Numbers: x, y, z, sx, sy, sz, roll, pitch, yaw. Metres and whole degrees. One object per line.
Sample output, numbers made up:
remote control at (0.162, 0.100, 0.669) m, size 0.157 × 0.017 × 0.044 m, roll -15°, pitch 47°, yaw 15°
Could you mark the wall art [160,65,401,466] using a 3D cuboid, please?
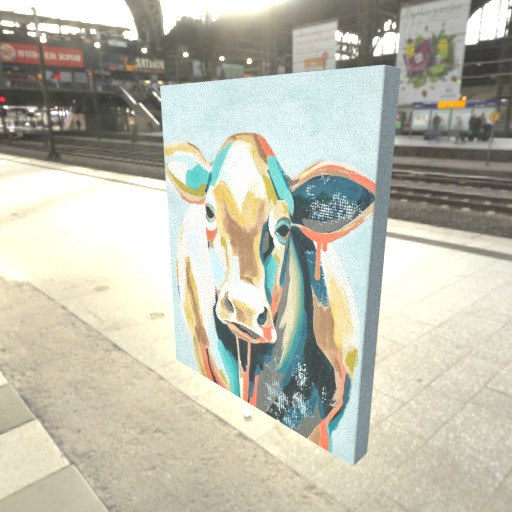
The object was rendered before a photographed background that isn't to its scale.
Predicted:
wall art at (0.000, 0.000, 0.683) m, size 0.409 × 0.509 × 0.037 m, roll 16°, pitch 23°, yaw 42°
